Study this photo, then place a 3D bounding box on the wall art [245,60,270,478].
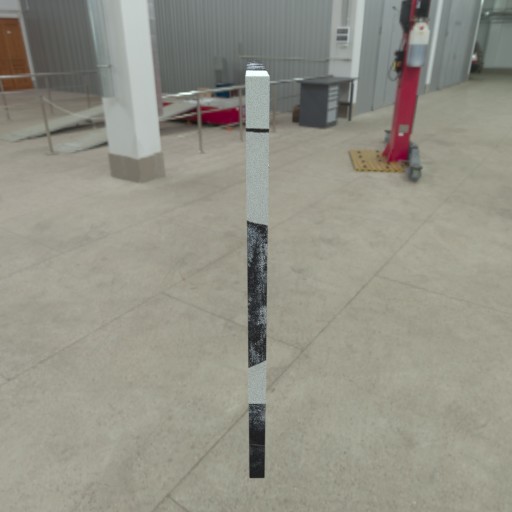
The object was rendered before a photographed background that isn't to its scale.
[{"bbox_3d":[0.000,0.000,1.160,0.041,0.915,0.610,0,26,-1],"label":"wall art"}]
